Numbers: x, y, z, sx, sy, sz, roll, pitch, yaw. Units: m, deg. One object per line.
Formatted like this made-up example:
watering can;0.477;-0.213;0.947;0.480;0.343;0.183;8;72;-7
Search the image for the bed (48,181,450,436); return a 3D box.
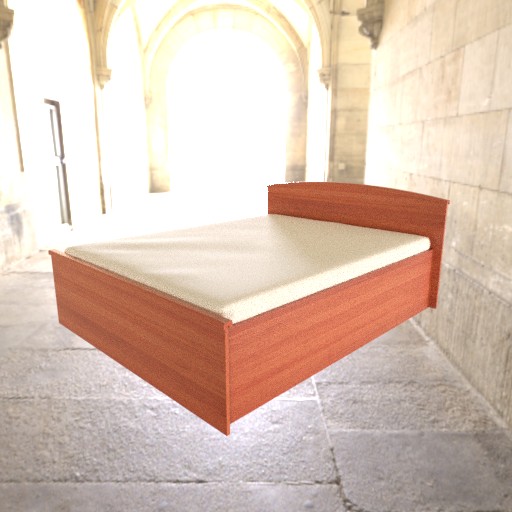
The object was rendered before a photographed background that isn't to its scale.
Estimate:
bed;0.000;0.000;2.968;1.683;0.848;2.053;14;20;43
